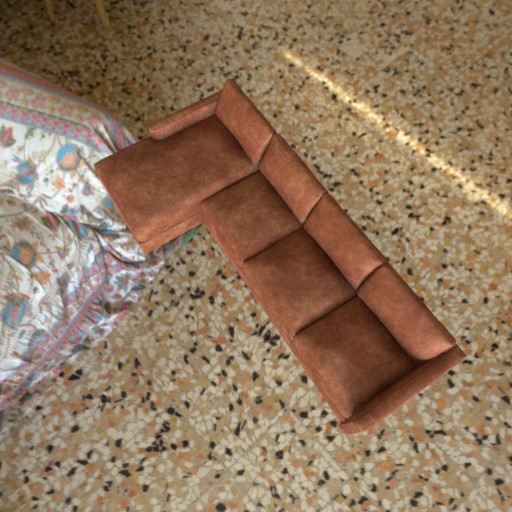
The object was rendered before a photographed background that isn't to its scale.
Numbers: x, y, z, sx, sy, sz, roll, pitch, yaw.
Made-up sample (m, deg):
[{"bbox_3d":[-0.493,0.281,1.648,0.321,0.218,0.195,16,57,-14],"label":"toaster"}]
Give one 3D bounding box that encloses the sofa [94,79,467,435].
[{"bbox_3d":[0.000,0.000,3.542,1.471,0.859,2.993,-30,68,-13],"label":"sofa"}]
